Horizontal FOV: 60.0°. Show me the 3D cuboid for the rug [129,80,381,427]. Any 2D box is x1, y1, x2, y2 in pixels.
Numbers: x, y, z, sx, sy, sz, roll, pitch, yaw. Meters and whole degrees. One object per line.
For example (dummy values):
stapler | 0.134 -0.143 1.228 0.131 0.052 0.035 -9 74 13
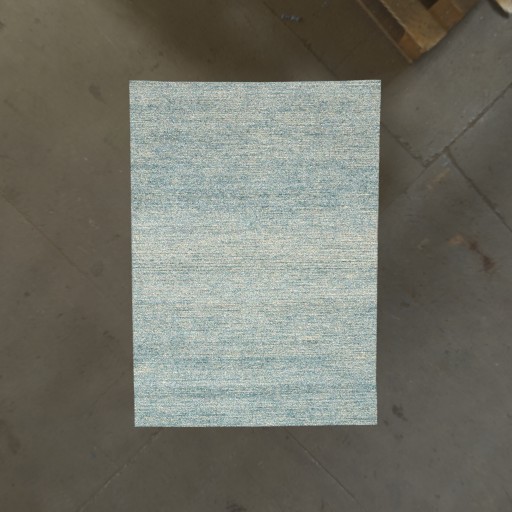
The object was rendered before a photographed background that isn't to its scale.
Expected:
rug | 0.000 0.000 2.880 1.611 0.026 2.260 0 93 -1
